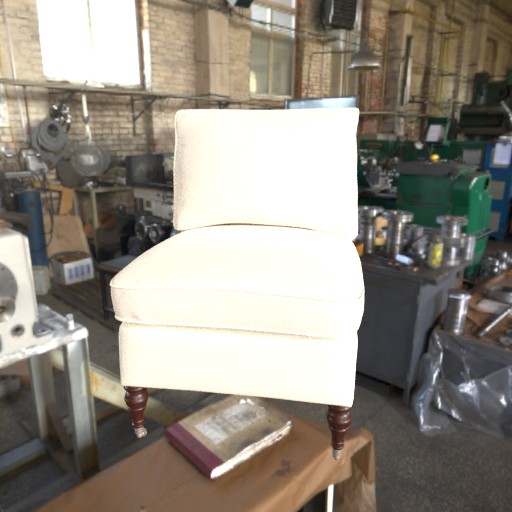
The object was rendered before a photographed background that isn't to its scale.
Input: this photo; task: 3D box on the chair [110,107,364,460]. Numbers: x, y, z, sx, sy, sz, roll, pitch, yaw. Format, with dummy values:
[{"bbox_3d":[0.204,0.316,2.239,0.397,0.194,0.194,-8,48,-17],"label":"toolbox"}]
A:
[{"bbox_3d":[0.000,0.000,1.368,0.630,0.887,0.781,2,15,9],"label":"chair"}]
